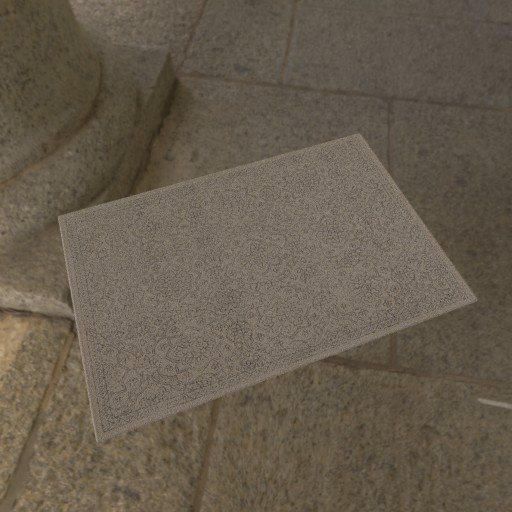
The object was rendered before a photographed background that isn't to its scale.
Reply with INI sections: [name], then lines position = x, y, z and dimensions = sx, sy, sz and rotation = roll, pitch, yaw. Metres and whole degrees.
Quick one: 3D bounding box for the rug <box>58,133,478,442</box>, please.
[rug]
position = 0.000, 0.000, 2.826
dimensions = 2.286, 0.011, 1.524
rotation = -18, 60, -11
